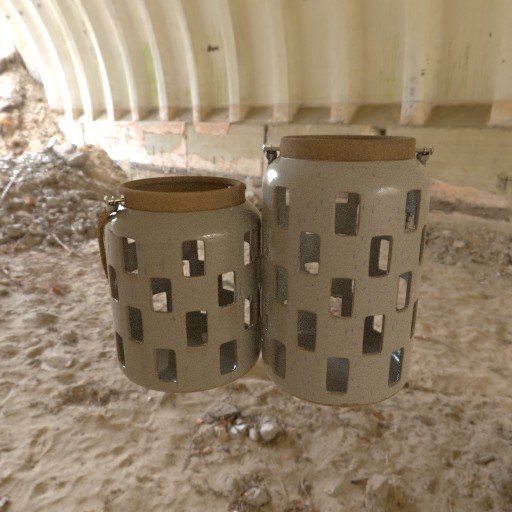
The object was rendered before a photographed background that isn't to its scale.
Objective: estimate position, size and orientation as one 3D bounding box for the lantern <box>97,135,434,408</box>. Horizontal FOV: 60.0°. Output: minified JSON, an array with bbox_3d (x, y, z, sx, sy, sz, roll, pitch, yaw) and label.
[{"bbox_3d":[0.000,0.000,0.489,0.347,0.255,0.184,2,17,8],"label":"lantern"}]
